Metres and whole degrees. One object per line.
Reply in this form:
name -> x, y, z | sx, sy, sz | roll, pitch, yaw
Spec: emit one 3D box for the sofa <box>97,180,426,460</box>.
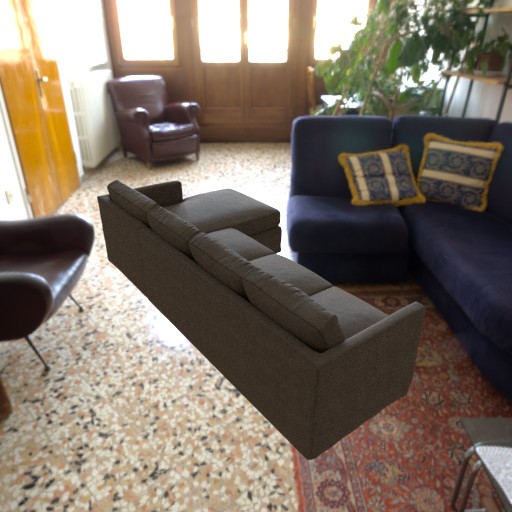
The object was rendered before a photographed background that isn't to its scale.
sofa -> 0.000, 0.000, 3.900 | 1.650, 0.922, 3.205 | -19, 33, -33
